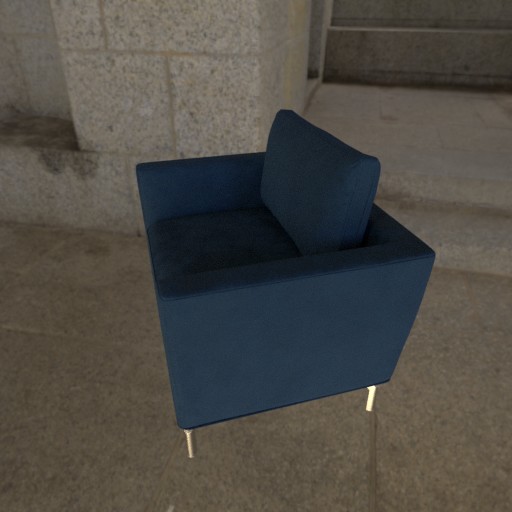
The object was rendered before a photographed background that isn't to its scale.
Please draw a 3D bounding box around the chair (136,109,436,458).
[{"bbox_3d":[0.000,0.000,1.600,0.746,0.893,0.977,-8,32,-14],"label":"chair"}]
